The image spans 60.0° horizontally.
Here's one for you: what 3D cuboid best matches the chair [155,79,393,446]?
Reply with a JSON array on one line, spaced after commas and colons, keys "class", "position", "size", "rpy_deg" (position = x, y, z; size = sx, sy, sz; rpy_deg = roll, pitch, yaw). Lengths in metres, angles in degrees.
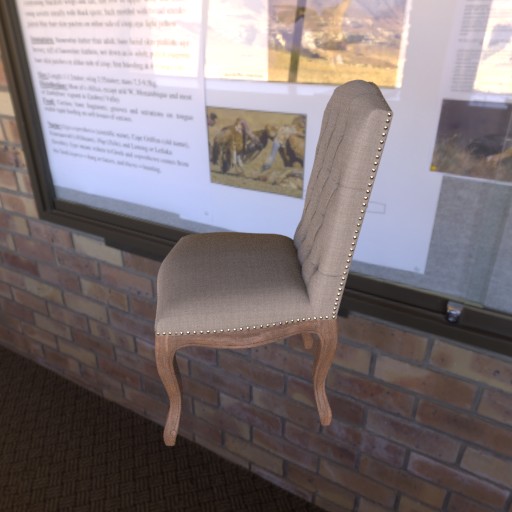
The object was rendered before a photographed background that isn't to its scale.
[{"class": "chair", "position": [0.000, 0.000, 1.608], "size": [0.731, 1.191, 0.637], "rpy_deg": [-1, 27, -2]}]
